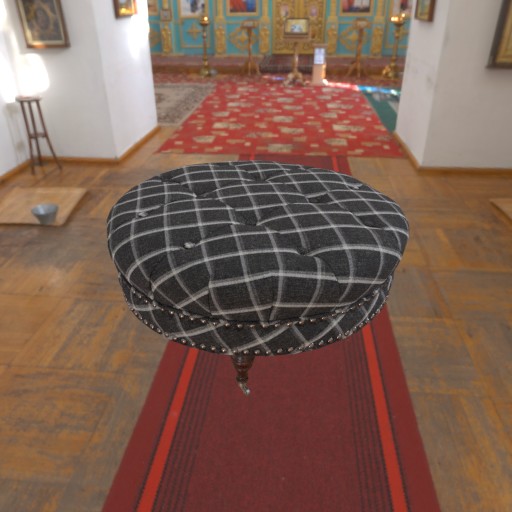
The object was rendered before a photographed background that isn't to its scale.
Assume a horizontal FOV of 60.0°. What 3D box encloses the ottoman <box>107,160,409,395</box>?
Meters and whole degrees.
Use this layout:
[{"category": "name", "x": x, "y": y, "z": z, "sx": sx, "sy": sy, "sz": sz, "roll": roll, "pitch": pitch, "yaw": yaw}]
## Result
[{"category": "ottoman", "x": 0.000, "y": 0.000, "z": 1.427, "sx": 0.901, "sy": 0.439, "sz": 0.901, "roll": 0, "pitch": 29, "yaw": 0}]
